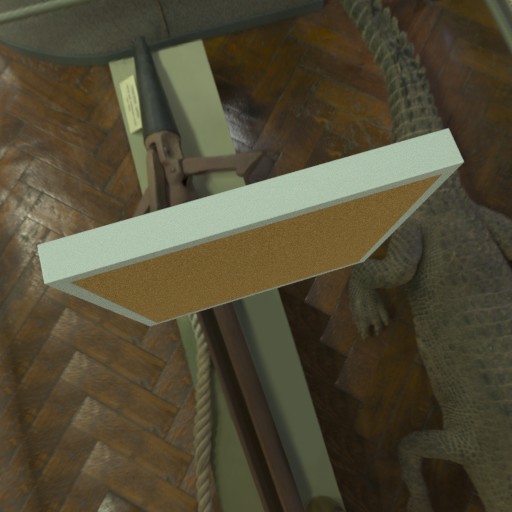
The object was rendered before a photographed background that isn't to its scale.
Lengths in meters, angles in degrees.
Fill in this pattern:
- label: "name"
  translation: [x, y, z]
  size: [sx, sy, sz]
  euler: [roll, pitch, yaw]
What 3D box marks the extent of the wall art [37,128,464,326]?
- label: "wall art"
  translation: [0.000, 0.000, 0.611]
  size: [0.406, 0.406, 0.038]
  euler: [-17, 76, -4]
